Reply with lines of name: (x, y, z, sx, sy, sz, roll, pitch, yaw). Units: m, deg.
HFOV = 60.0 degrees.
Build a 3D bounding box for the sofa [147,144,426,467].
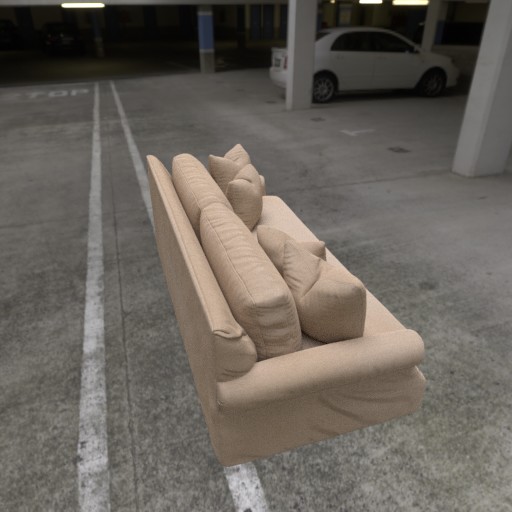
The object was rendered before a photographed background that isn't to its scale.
sofa: (0.000, 0.000, 2.772, 1.067, 0.904, 2.285, -9, 31, -16)
